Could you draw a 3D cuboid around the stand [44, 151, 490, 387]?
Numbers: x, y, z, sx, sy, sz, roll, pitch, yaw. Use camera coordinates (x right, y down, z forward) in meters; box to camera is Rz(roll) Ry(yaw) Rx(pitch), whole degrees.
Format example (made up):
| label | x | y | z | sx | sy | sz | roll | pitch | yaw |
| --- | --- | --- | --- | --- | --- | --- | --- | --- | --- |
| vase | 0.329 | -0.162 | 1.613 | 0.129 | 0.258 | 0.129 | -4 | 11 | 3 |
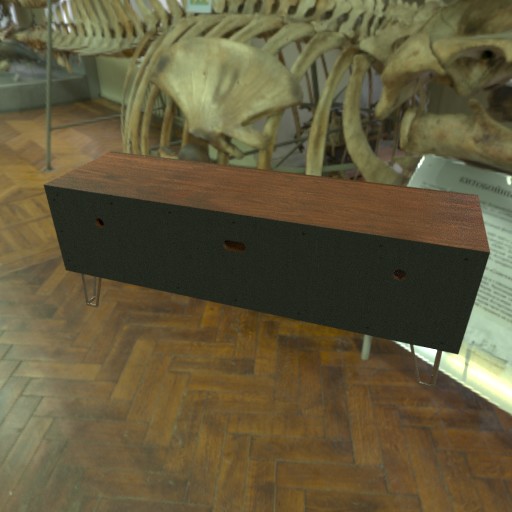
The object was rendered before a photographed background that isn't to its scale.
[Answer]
| label | x | y | z | sx | sy | sz | roll | pitch | yaw |
| --- | --- | --- | --- | --- | --- | --- | --- | --- | --- |
| stand | 0.000 | 0.000 | 1.884 | 1.626 | 0.610 | 0.481 | 10 | 32 | 16 |
